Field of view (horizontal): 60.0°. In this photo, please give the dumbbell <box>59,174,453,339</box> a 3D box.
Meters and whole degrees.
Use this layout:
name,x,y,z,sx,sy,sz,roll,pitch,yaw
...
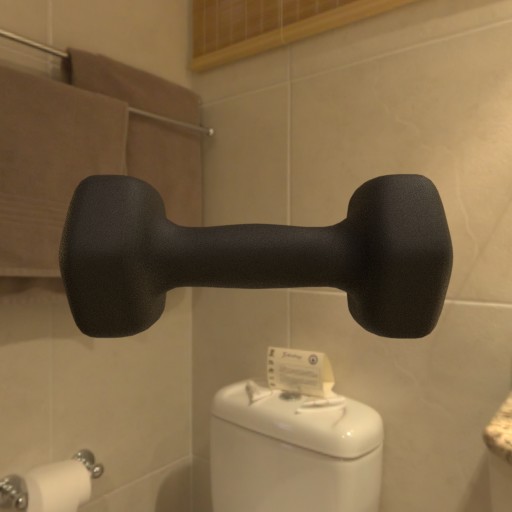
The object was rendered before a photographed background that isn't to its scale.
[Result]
name,x,y,z,sx,sy,sz,roll,pitch,yaw
dumbbell,0.000,0.000,0.290,0.231,0.101,0.112,0,1,1
